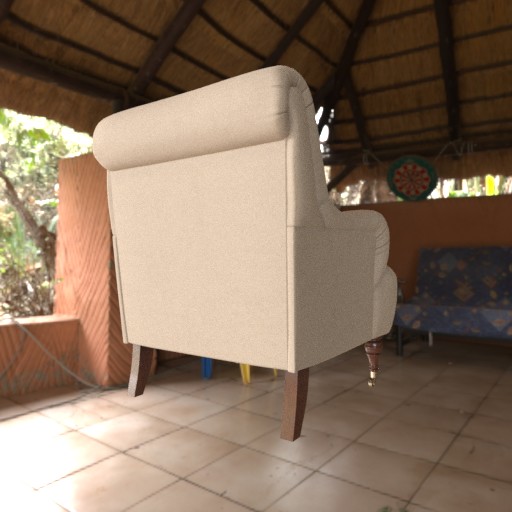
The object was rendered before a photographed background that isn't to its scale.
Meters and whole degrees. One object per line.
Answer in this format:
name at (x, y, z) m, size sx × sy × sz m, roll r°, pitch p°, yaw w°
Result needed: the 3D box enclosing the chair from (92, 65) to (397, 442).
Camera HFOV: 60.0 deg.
chair at (0.000, 0.000, 1.547) m, size 0.766 × 0.942 × 0.842 m, roll 0°, pitch 0°, yaw 36°
